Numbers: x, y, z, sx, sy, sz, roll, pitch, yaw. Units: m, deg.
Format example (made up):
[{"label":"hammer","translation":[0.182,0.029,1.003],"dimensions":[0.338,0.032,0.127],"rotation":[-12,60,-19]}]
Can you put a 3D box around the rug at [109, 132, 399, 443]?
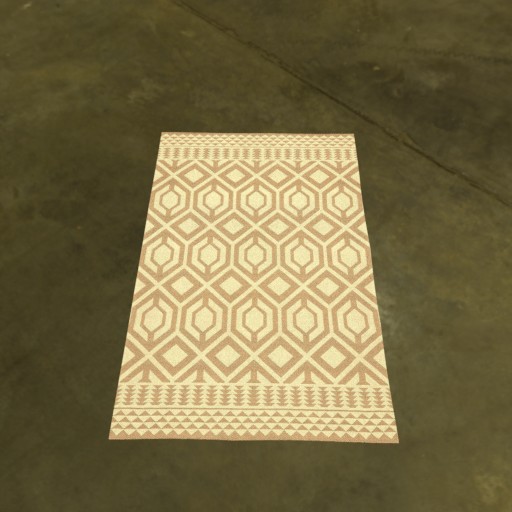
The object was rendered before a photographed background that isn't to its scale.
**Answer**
[{"label":"rug","translation":[0.000,0.000,2.340],"dimensions":[1.219,0.008,1.829],"rotation":[1,59,0]}]
